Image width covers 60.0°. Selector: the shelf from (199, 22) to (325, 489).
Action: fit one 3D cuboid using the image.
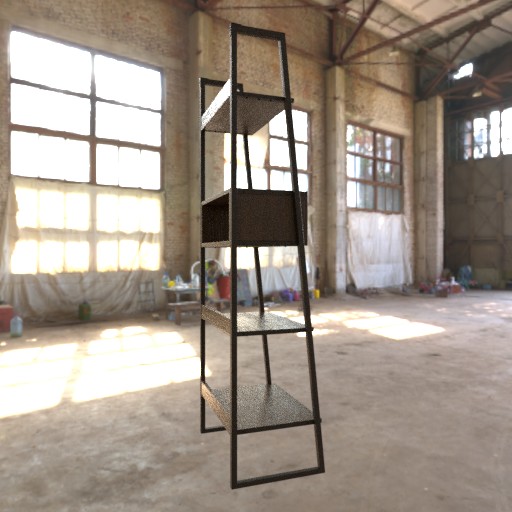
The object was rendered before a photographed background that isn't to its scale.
[{"bbox_3d":[0.000,0.000,2.279,0.454,2.005,0.652,0,0,-19],"label":"shelf"}]
